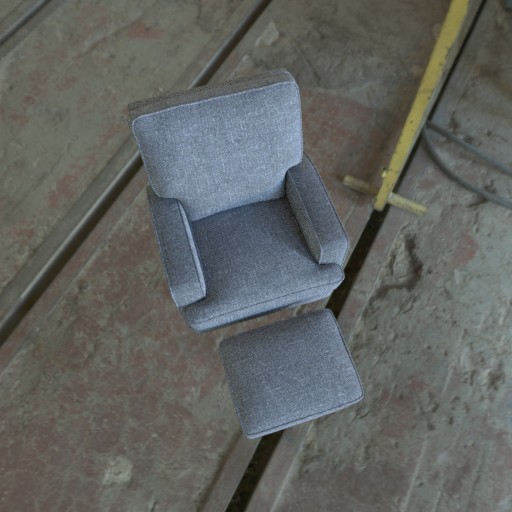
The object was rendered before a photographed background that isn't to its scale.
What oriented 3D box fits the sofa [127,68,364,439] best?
[{"bbox_3d":[0.000,0.000,2.057,0.861,0.959,1.472,-16,66,-7],"label":"sofa"}]
